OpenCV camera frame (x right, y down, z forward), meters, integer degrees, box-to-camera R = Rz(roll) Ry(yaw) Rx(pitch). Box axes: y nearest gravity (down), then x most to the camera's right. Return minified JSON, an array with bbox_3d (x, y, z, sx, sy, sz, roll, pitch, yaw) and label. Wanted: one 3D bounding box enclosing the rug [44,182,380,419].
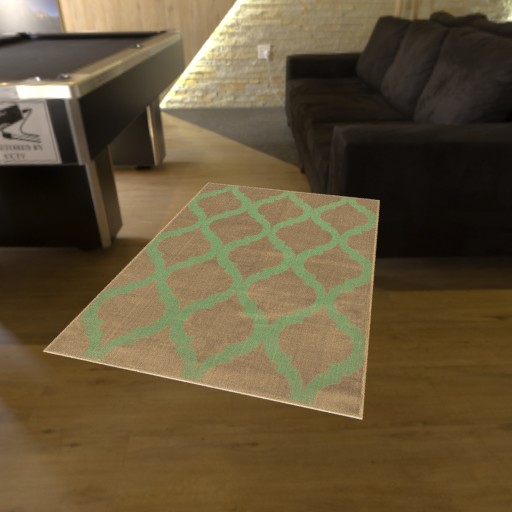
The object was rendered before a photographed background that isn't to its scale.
[{"bbox_3d":[0.000,0.000,2.932,1.524,0.006,2.286,8,32,13],"label":"rug"}]
